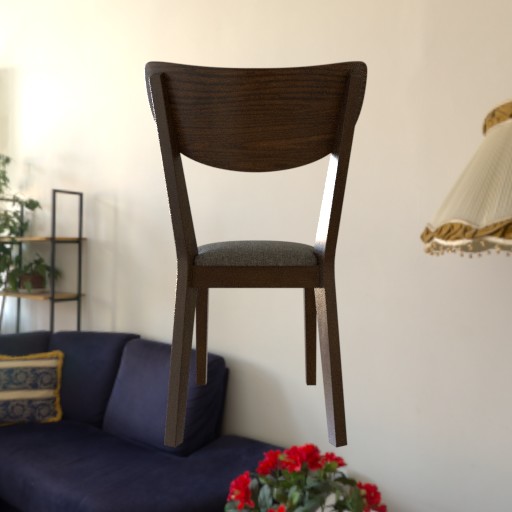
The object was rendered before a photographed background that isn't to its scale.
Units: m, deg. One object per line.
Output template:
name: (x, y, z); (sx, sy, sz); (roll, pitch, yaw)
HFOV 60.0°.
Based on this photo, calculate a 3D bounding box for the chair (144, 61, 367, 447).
chair: (0.000, 0.000, 1.183); (0.491, 0.849, 0.583); (0, 0, 0)
